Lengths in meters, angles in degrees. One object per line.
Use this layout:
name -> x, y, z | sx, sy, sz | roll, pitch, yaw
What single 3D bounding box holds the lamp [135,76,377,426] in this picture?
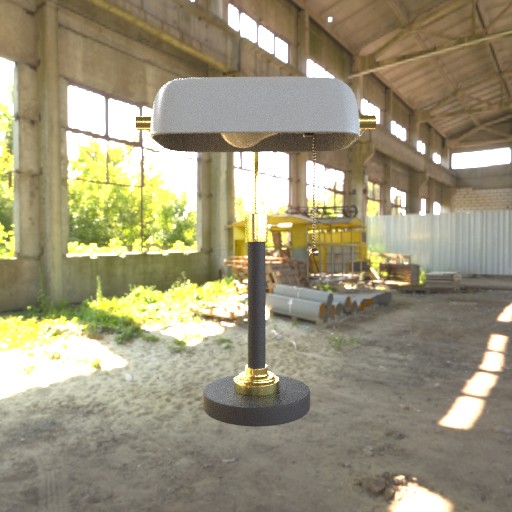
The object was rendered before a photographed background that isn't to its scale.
lamp -> 0.000, 0.000, 0.552 | 0.269, 0.404, 0.227 | 0, 1, 1
